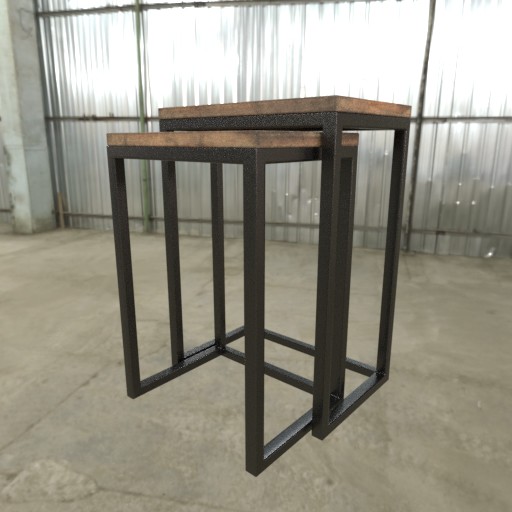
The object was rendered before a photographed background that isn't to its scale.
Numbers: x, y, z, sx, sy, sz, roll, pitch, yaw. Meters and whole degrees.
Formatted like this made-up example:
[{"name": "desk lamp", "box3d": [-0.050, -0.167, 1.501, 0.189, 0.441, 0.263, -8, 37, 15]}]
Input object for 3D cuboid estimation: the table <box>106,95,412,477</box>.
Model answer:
[{"name": "table", "box3d": [0.000, 0.000, 0.950, 0.456, 0.615, 0.460, 13, 20, 41]}]
